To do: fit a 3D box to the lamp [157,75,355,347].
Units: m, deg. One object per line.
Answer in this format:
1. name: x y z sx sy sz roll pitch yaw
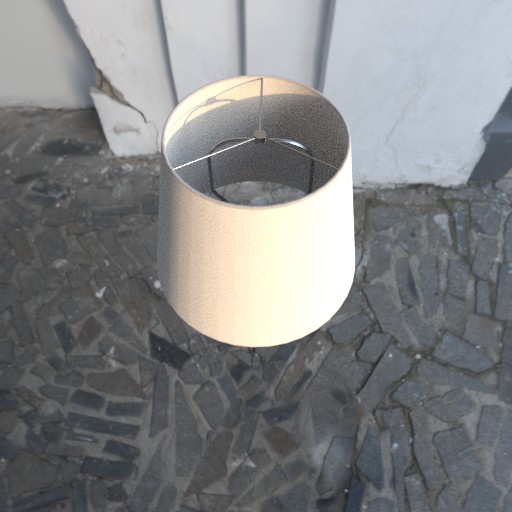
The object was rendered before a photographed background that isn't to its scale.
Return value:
1. lamp: 0.000 0.000 0.807 0.355 0.582 0.355 0 58 0
